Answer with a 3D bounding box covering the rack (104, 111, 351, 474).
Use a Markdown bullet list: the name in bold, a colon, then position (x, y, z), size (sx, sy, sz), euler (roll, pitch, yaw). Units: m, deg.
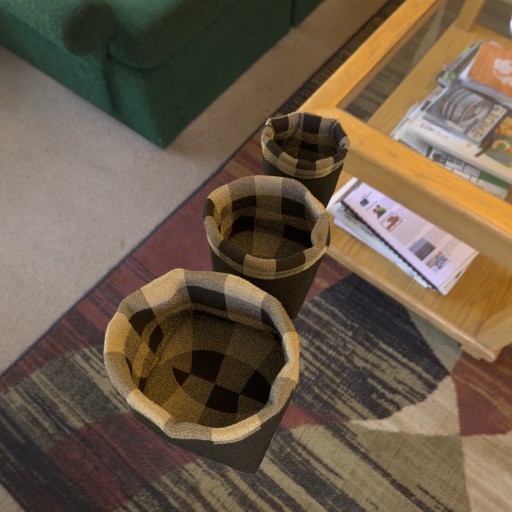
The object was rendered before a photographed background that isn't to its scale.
- **rack**: position (0.000, 0.000, 1.049), size (0.370, 0.329, 0.889), euler (19, 66, 9)
